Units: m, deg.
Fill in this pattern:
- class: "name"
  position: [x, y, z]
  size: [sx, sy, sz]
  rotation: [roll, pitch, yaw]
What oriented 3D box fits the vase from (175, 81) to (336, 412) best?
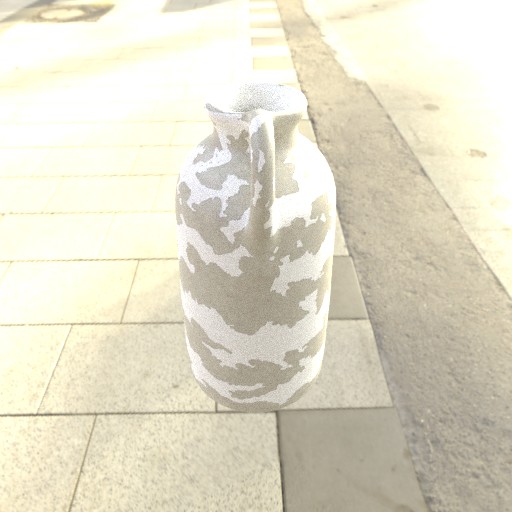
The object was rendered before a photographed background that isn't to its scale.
- class: "vase"
  position: [0.000, 0.000, 0.500]
  size: [0.186, 0.382, 0.203]
  rotation: [-2, 40, -2]
